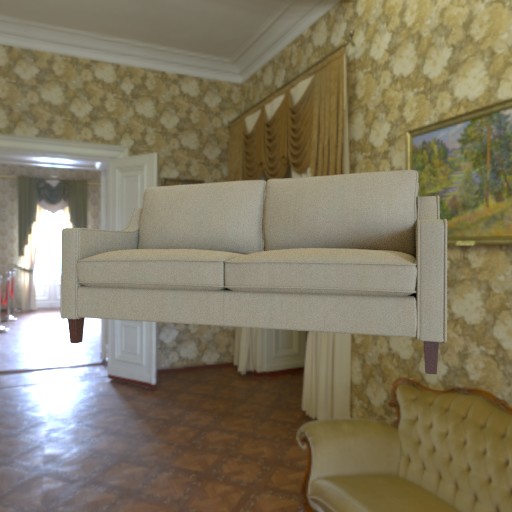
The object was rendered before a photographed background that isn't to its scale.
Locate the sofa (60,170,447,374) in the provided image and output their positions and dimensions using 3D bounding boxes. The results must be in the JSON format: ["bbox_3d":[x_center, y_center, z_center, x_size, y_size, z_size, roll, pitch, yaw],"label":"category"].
[{"bbox_3d":[0.000,0.000,2.817,2.178,1.071,1.066,0,0,20],"label":"sofa"}]
